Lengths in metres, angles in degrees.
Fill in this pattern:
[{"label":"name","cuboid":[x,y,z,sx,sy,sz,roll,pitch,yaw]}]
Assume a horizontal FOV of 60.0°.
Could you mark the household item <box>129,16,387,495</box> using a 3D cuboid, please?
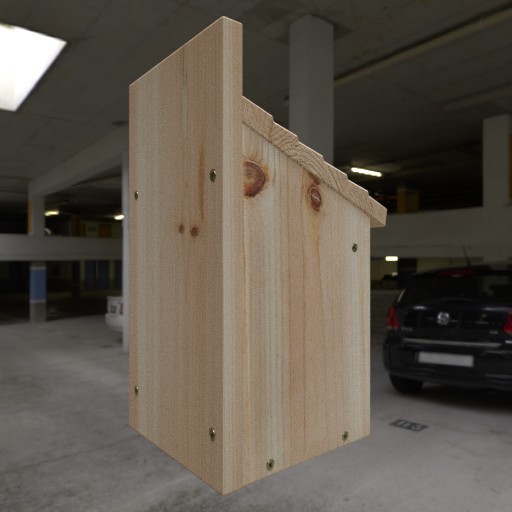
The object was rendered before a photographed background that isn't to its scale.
[{"label":"household item","cuboid":[0.000,0.000,0.386,0.171,0.300,0.149,0,0,-39]}]
